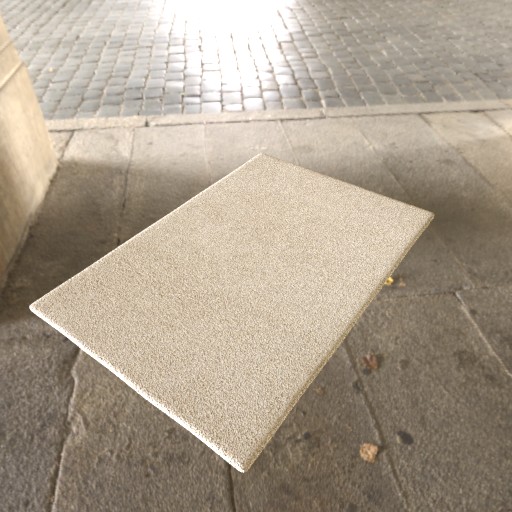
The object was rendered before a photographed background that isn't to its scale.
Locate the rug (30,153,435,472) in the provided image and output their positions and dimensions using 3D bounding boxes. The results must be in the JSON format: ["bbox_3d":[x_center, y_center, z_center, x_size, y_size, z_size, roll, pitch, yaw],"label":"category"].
[{"bbox_3d":[0.000,0.000,2.249,1.219,0.030,1.778,26,47,27],"label":"rug"}]
